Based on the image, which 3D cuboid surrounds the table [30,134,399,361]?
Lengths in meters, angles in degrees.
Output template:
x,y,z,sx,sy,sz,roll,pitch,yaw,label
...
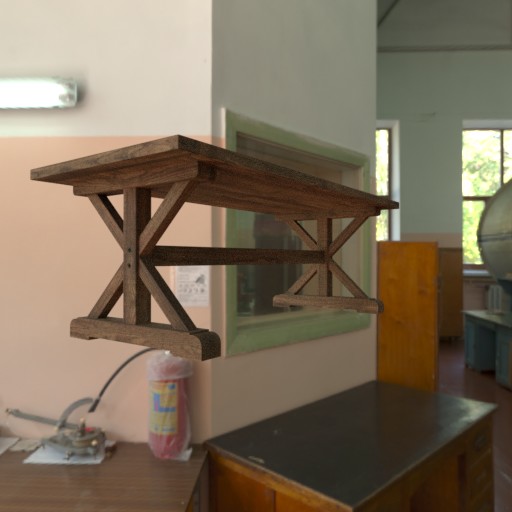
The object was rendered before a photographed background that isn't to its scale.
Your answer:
x,y,z,sx,sy,sz,roll,pitch,yaw,label
0.000,0.000,2.445,0.907,0.733,2.031,0,-1,36,table
